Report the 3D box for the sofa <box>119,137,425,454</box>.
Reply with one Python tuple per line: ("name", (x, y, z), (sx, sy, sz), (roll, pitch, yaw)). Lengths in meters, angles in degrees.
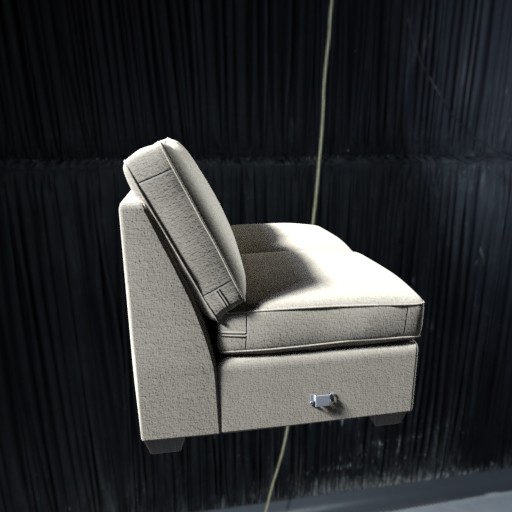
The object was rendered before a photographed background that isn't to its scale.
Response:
("sofa", (0.000, 0.000, 1.962), (0.978, 1.006, 1.232), (-3, 16, -9))
